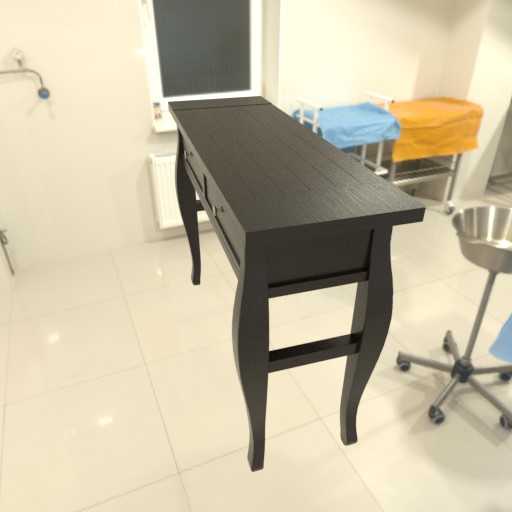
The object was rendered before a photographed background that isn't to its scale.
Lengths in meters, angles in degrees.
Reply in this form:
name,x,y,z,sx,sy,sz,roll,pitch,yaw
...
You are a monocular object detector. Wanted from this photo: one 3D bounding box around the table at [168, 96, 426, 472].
name,x,y,z,sx,sy,sz,roll,pitch,yaw
table,0.000,0.000,1.429,0.373,0.768,1.062,-9,32,-14
